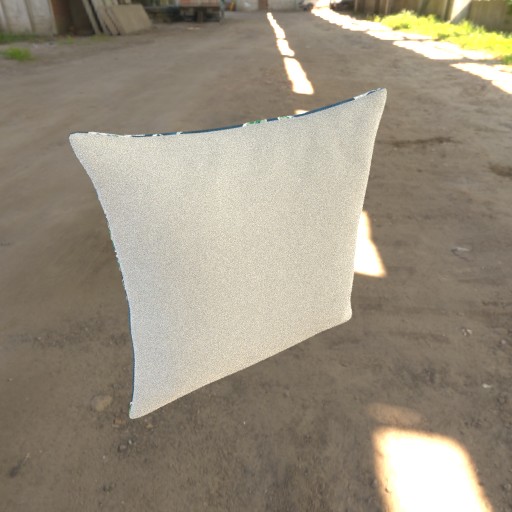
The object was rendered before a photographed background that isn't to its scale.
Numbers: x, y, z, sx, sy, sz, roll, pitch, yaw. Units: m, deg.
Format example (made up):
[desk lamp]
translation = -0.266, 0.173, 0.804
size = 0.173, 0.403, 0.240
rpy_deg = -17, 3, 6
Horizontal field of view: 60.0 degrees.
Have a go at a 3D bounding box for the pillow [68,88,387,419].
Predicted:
[pillow]
translation = 0.000, 0.000, 0.770
size = 0.525, 0.508, 0.166
rpy_deg = -18, 36, -28
